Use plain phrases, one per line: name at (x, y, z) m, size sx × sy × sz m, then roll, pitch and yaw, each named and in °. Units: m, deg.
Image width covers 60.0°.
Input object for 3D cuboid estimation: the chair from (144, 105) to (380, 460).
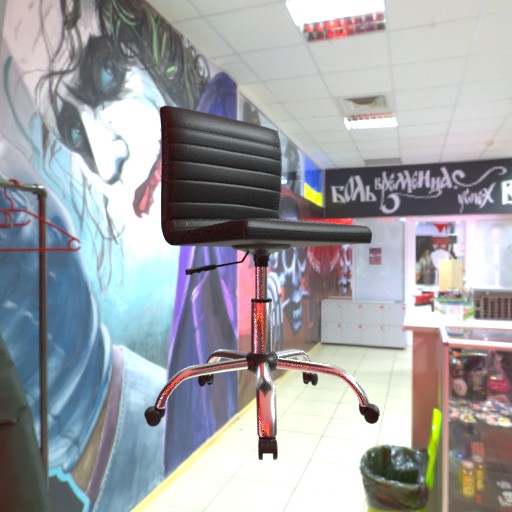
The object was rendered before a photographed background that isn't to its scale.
chair at (0.000, 0.000, 1.137) m, size 0.556 × 0.780 × 0.530 m, roll 0°, pitch 0°, yaw -38°
